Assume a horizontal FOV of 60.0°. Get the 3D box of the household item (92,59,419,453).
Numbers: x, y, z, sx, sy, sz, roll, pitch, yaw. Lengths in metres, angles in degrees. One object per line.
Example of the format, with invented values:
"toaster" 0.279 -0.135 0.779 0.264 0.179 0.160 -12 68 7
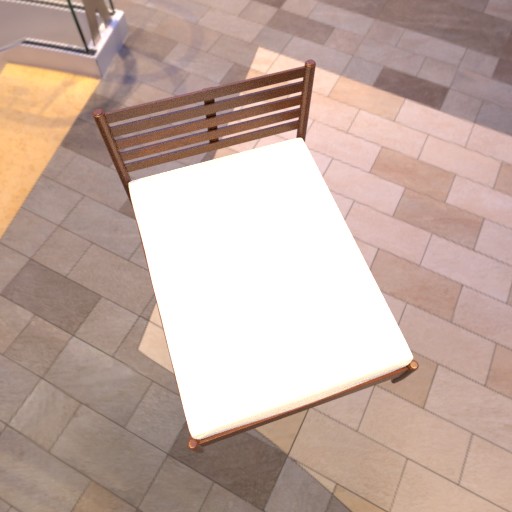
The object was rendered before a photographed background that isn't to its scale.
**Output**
"household item" 0.000 0.000 3.294 1.663 1.356 2.232 -17 63 -9
